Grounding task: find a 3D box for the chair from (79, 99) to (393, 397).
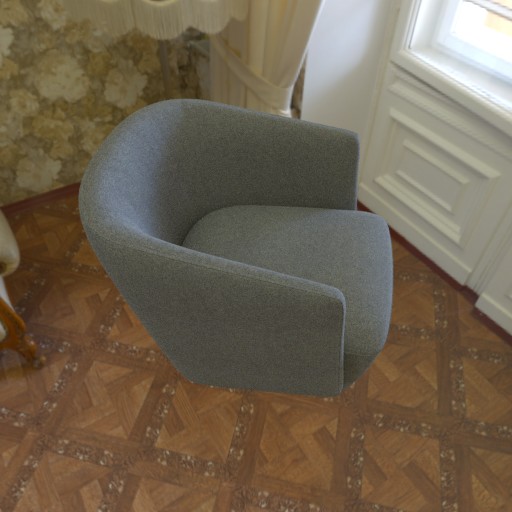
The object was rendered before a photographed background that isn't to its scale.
[{"bbox_3d":[0.000,0.000,1.630,0.986,0.861,0.822,9,48,8],"label":"chair"}]
